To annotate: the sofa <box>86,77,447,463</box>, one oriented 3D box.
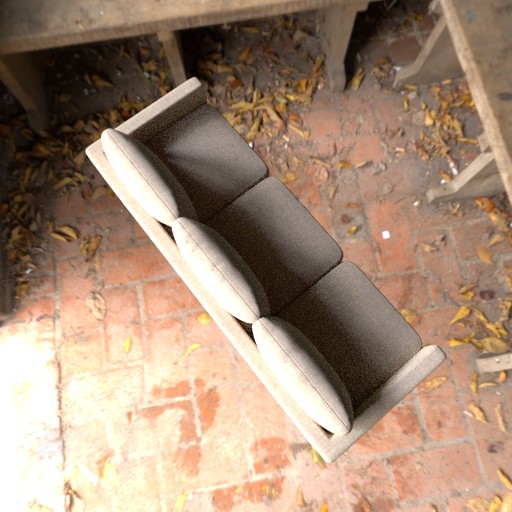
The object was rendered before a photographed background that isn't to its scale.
[{"bbox_3d":[0.000,0.000,2.686,0.859,0.874,2.218,-38,78,-10],"label":"sofa"}]
